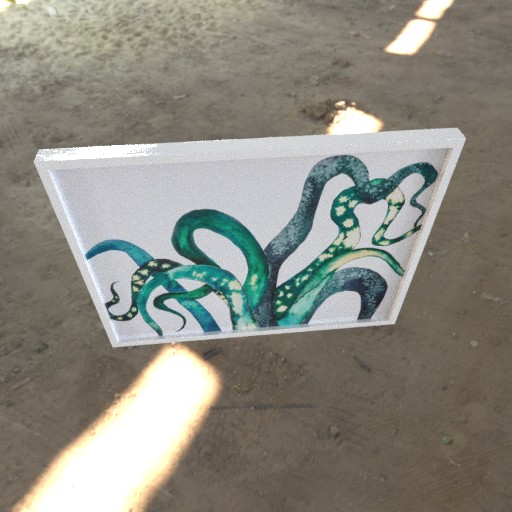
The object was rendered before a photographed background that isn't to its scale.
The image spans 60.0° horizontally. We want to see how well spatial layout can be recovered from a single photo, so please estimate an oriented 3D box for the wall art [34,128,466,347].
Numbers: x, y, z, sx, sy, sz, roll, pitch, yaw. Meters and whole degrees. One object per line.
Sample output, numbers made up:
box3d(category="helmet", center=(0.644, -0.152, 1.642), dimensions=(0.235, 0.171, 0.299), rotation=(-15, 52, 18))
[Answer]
box3d(category="wall art", center=(0.000, 0.000, 1.364), dimensions=(1.041, 0.787, 0.053), rotation=(-4, 46, -4))
